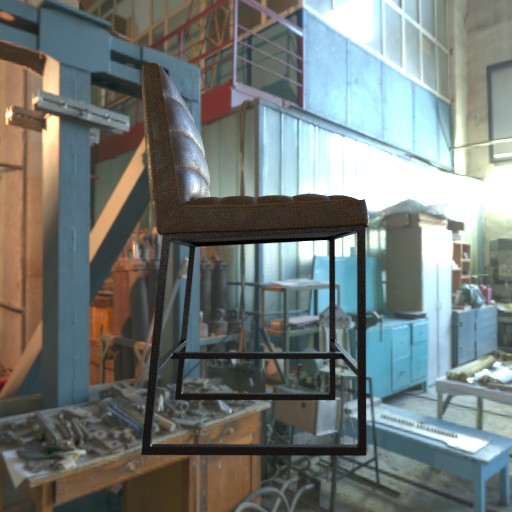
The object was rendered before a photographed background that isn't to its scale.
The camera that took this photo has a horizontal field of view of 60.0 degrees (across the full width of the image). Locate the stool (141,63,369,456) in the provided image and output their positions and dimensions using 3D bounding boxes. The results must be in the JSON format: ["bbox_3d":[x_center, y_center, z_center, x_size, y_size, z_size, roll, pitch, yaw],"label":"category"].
[{"bbox_3d":[0.000,0.000,1.265,0.562,0.942,0.463,0,-1,0],"label":"stool"}]
